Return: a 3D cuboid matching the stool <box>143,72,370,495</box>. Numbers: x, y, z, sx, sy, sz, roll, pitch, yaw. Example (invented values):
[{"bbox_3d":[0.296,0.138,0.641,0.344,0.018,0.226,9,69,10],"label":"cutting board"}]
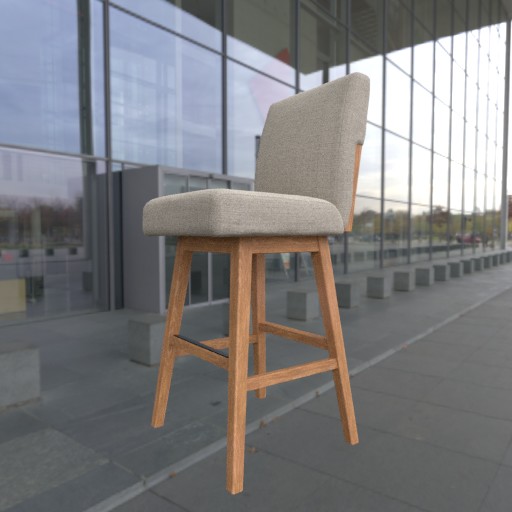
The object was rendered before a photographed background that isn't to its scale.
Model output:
[{"bbox_3d":[0.000,0.000,1.365,0.569,1.106,0.483,-2,4,-36],"label":"stool"}]
